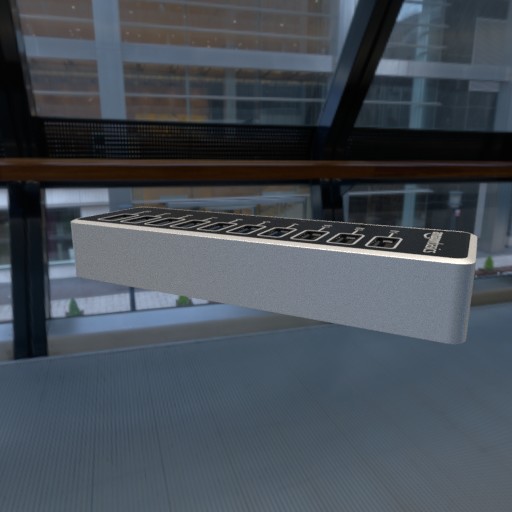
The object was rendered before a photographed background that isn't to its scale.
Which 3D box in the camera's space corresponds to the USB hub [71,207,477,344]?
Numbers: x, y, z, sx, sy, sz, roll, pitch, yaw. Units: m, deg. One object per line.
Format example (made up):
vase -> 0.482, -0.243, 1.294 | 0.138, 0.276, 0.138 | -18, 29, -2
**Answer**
USB hub -> 0.000, 0.000, 0.164 | 0.145, 0.023, 0.044 | 7, 16, 26
